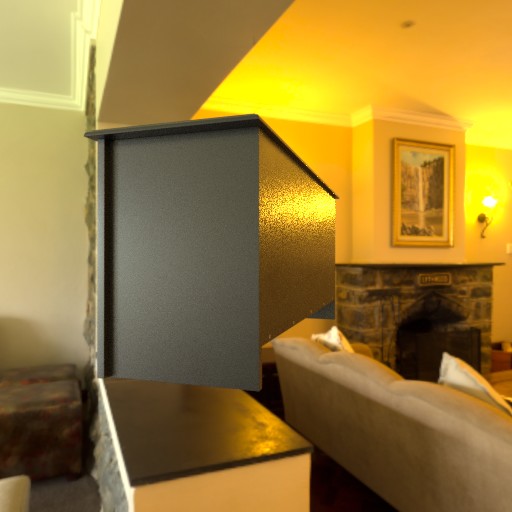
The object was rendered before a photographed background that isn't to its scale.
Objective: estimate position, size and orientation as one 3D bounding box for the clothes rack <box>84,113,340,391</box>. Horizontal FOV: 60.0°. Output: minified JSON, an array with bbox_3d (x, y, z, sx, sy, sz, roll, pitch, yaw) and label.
[{"bbox_3d":[0.000,0.000,1.495,0.406,0.556,1.219,0,0,18],"label":"clothes rack"}]
